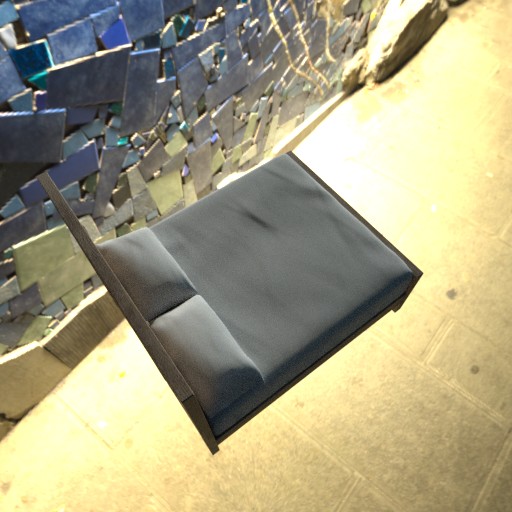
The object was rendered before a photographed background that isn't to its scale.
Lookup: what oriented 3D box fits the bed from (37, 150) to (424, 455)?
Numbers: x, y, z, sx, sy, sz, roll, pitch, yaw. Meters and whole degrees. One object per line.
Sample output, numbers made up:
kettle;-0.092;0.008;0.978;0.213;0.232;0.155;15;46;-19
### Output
bed;0.000;0.000;3.266;2.017;1.631;1.615;-33;64;-18
